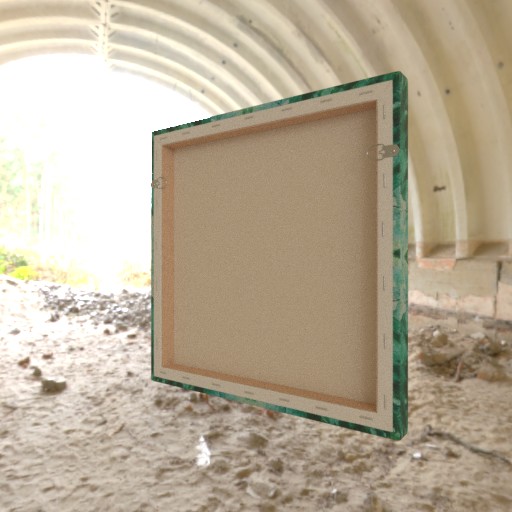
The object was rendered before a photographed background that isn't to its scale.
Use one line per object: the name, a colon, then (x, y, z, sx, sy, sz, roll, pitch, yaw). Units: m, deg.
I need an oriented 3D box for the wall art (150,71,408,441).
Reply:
wall art: (0.000, 0.000, 0.763, 0.507, 0.508, 0.038, 0, 0, 36)
